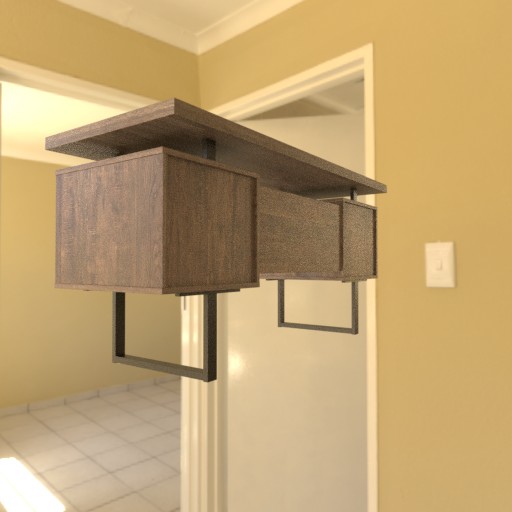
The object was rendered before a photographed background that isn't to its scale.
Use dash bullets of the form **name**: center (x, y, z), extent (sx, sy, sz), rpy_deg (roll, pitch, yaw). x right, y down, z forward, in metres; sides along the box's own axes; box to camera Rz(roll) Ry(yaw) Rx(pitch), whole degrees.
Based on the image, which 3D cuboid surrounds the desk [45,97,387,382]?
- **desk**: center (0.000, 0.000, 1.885), extent (0.600, 0.760, 1.524), rpy_deg (-1, -1, 36)
